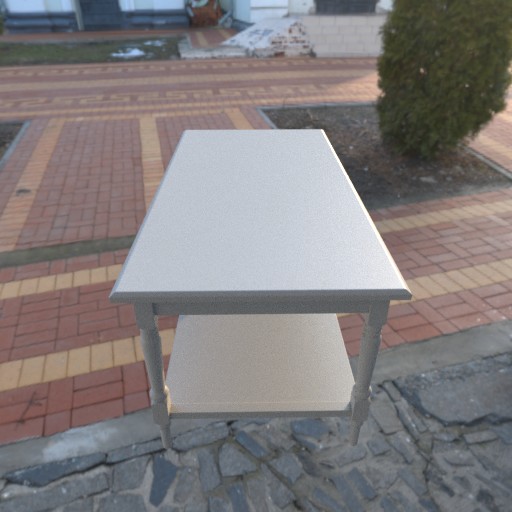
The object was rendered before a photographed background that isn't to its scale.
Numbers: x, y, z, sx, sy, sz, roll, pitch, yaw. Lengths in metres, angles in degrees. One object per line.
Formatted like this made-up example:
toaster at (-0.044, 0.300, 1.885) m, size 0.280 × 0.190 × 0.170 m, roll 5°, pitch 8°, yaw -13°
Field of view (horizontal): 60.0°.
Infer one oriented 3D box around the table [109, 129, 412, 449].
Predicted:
table at (0.000, 0.000, 1.405) m, size 0.551 × 0.506 × 1.109 m, roll -1°, pitch 31°, yaw -1°
